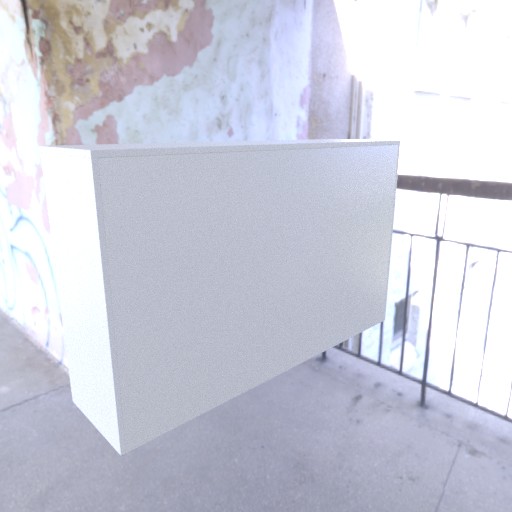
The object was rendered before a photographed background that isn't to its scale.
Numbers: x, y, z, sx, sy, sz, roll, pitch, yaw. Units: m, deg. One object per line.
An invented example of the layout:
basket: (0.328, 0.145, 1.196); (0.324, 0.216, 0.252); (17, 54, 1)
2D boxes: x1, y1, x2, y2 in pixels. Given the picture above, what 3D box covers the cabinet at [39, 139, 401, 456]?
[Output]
cabinet: (0.000, 0.000, 1.814); (1.450, 0.900, 0.380); (-14, 21, -41)
